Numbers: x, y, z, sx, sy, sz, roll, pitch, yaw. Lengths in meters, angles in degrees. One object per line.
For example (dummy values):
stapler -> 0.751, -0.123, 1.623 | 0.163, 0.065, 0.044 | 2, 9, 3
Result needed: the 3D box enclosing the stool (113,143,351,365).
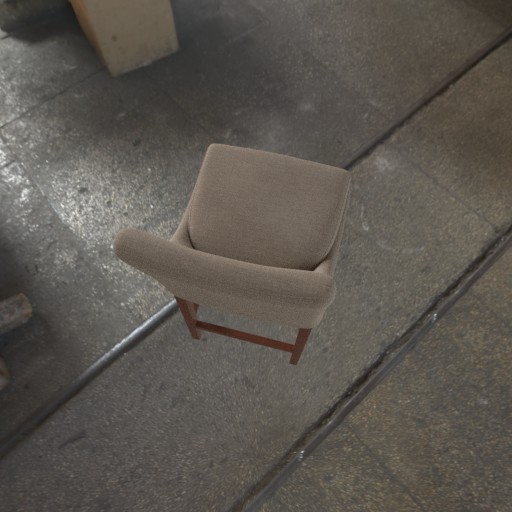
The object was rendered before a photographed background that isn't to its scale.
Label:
stool -> 0.000, 0.000, 1.329 | 0.470, 0.981, 0.577 | 13, 66, 6
